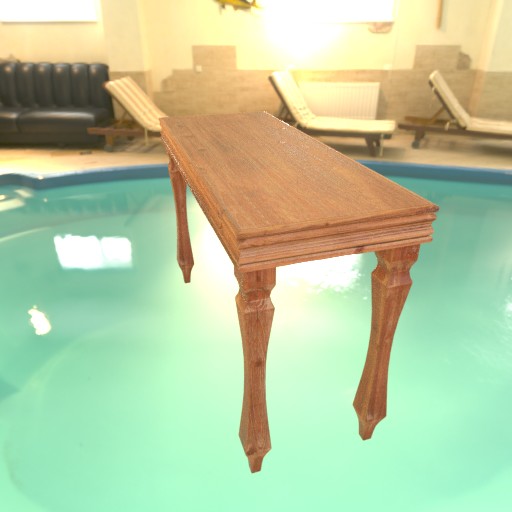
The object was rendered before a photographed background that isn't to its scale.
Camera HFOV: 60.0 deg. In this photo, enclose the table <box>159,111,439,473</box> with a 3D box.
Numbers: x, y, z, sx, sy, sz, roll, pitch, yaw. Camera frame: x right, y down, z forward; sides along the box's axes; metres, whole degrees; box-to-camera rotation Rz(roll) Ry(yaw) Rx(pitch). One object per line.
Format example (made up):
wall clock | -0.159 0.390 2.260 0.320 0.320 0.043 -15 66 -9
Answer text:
table | 0.000 0.000 1.786 0.522 0.873 1.330 -9 29 -16
